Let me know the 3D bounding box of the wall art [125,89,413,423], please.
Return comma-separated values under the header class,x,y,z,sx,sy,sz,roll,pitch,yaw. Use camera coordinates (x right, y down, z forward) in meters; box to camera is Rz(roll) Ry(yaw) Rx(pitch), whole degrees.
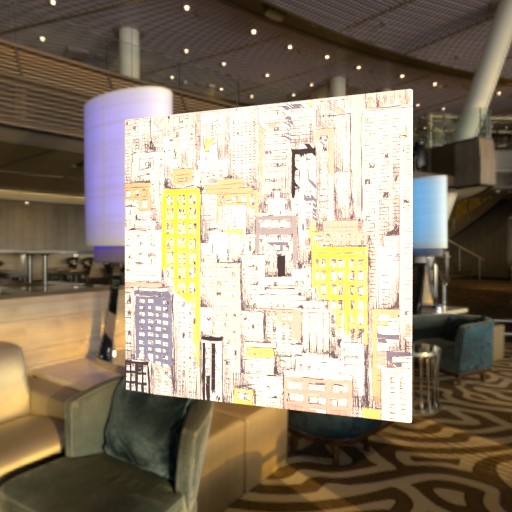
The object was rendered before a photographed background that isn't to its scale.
class,x,y,z,sx,sy,sz,roll,pitch,yaw
wall art,0.000,0.000,0.914,0.607,0.608,0.038,0,0,18
